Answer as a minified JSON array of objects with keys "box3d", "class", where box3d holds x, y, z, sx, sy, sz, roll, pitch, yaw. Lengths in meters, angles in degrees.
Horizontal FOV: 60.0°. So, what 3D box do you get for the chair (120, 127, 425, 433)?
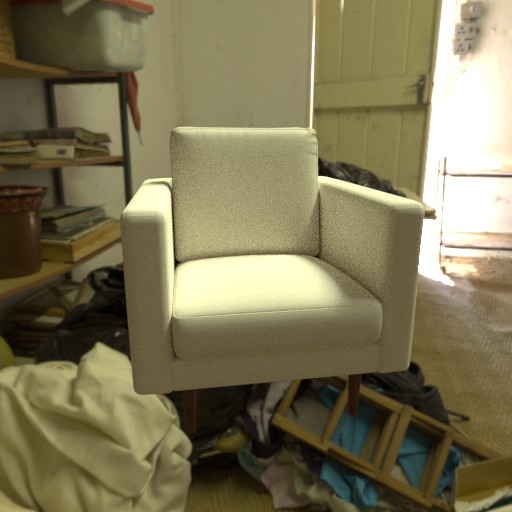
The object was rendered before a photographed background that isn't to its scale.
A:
[{"box3d":[0.000,0.000,1.591,0.831,0.899,0.879,-3,15,-9],"class":"chair"}]
